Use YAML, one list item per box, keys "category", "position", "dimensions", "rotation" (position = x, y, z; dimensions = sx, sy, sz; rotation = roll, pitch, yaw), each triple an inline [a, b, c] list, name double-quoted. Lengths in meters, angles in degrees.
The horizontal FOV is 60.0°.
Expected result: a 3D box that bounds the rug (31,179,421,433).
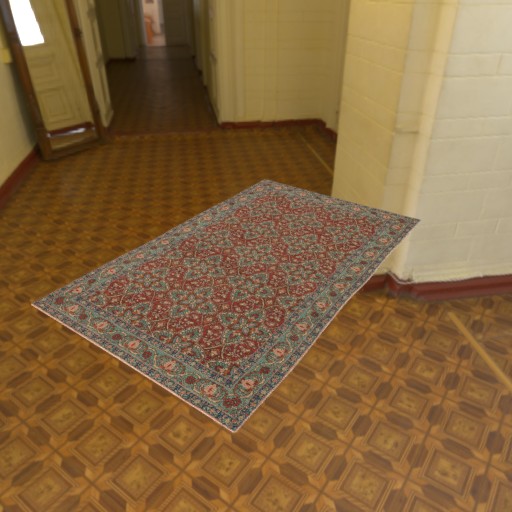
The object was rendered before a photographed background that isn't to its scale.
- category: "rug"
  position: [0.000, 0.000, 3.087]
  dimensions: [1.533, 0.011, 2.439]
  rotation: [20, 37, 30]
